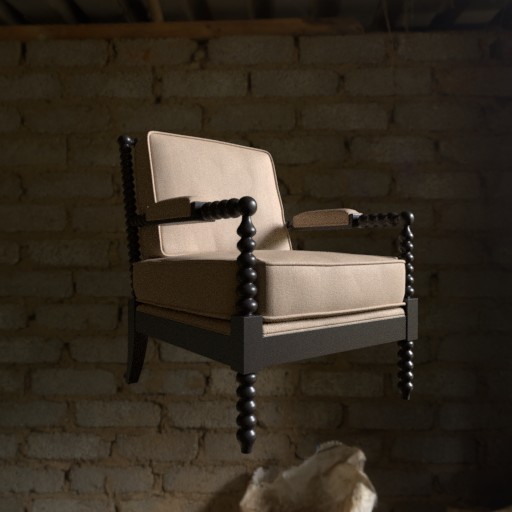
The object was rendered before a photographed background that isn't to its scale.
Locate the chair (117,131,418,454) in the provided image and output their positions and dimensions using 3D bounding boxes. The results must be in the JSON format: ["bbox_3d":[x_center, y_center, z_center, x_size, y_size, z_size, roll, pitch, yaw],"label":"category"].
[{"bbox_3d":[0.000,0.000,1.181,0.555,0.703,0.657,0,1,-37],"label":"chair"}]
